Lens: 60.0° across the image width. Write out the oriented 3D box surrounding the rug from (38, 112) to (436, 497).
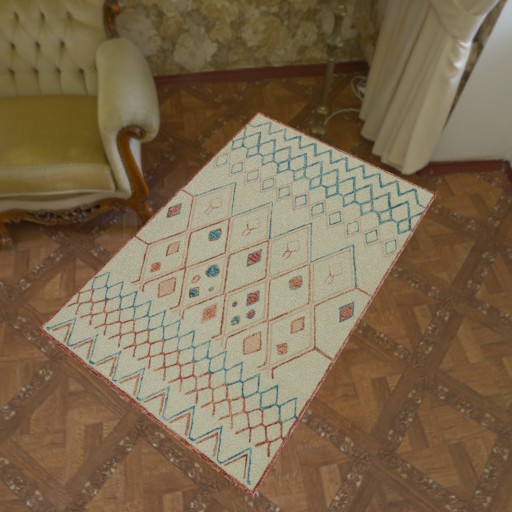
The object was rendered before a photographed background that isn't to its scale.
[{"bbox_3d":[0.000,0.000,2.287,1.219,0.016,1.829,30,63,18],"label":"rug"}]
